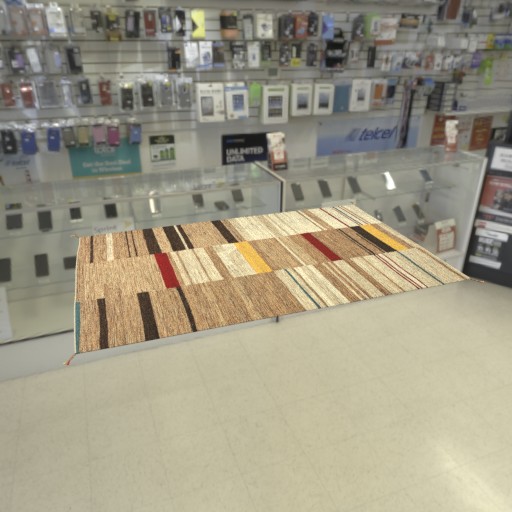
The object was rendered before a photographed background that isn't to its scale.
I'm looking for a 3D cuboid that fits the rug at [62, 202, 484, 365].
[{"bbox_3d":[0.000,0.000,2.375,1.918,0.007,1.268,-8,27,-17],"label":"rug"}]
